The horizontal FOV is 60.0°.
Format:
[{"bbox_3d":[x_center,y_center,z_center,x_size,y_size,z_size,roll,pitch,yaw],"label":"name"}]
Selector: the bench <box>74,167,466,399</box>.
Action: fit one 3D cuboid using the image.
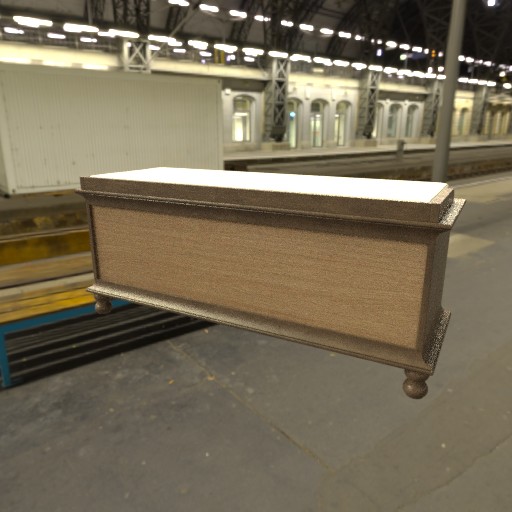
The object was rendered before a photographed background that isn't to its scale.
[{"bbox_3d":[0.000,0.000,1.456,1.185,0.501,0.402,9,19,27],"label":"bench"}]
